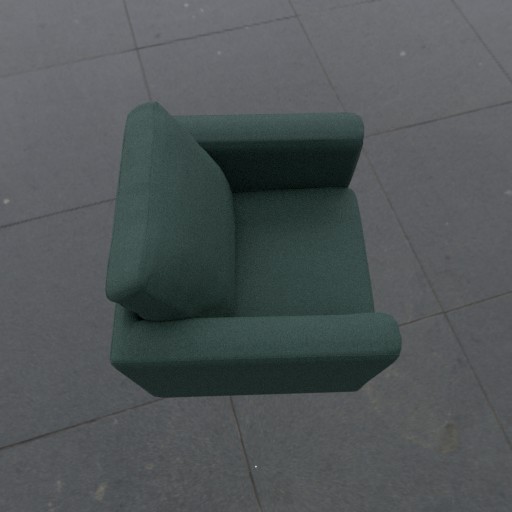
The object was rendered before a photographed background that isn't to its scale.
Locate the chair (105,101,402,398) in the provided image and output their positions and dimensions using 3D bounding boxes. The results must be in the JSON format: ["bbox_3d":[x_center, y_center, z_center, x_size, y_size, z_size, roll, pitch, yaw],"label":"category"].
[{"bbox_3d":[0.000,0.000,1.540,0.800,0.927,0.855,-2,65,-1],"label":"chair"}]
